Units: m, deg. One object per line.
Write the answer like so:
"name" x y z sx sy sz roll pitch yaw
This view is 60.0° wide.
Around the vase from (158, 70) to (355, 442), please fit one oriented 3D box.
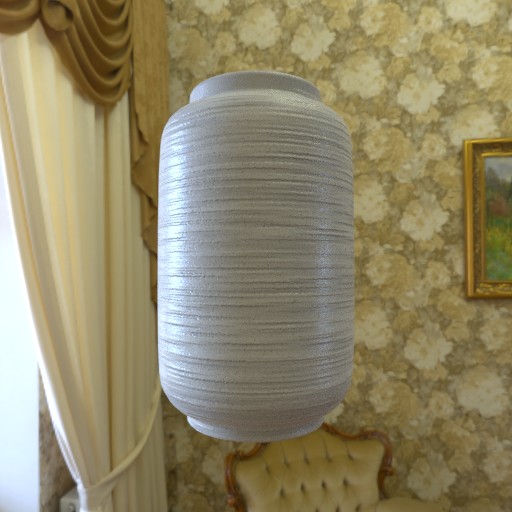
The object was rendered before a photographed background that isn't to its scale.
"vase" 0.000 0.000 0.466 0.202 0.335 0.202 0 -1 0
